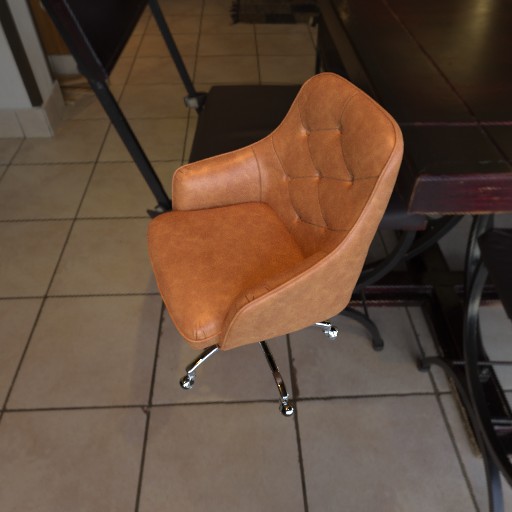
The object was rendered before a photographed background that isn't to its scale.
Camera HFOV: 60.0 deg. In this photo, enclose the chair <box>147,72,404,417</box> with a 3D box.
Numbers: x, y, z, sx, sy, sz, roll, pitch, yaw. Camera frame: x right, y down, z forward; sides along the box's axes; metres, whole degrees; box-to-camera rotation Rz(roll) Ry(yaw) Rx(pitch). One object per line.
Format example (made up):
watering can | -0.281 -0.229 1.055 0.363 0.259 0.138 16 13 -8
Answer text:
chair | 0.000 0.000 1.327 0.615 0.909 0.628 -15 47 -15
